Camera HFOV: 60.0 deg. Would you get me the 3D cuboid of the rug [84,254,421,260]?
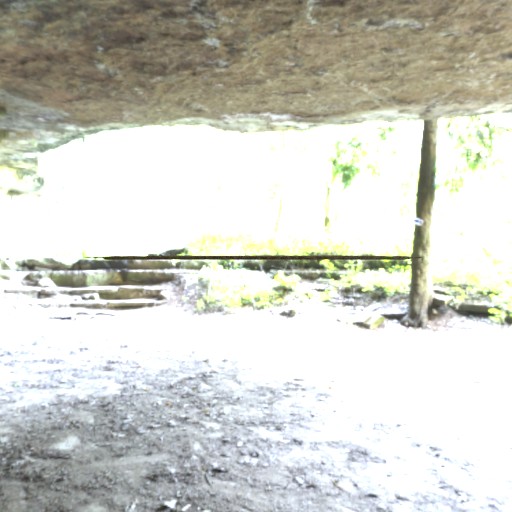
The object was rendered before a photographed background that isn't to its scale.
[{"bbox_3d":[0.000,0.000,2.018,0.905,0.017,1.718,0,0,0],"label":"rug"}]
